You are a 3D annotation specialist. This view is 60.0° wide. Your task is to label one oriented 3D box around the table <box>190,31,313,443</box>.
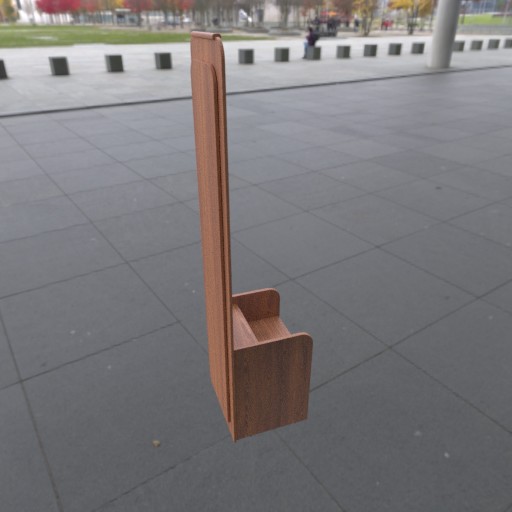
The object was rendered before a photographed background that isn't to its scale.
[{"bbox_3d":[0.000,0.000,2.027,0.420,1.830,0.450,-10,30,-17],"label":"table"}]
